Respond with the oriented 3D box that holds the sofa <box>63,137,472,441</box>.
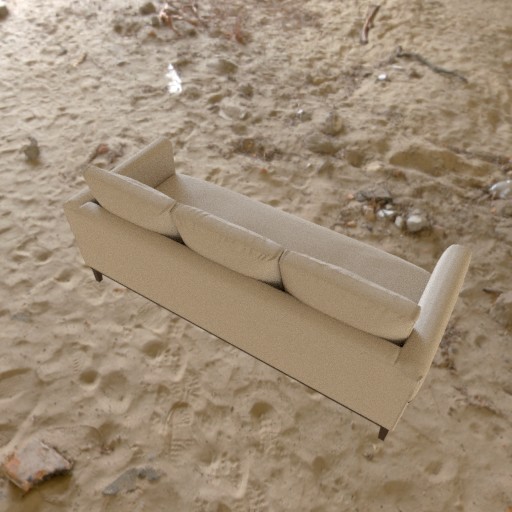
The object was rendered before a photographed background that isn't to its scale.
[{"bbox_3d":[0.000,0.000,2.658,2.198,0.911,0.902,24,50,22],"label":"sofa"}]
